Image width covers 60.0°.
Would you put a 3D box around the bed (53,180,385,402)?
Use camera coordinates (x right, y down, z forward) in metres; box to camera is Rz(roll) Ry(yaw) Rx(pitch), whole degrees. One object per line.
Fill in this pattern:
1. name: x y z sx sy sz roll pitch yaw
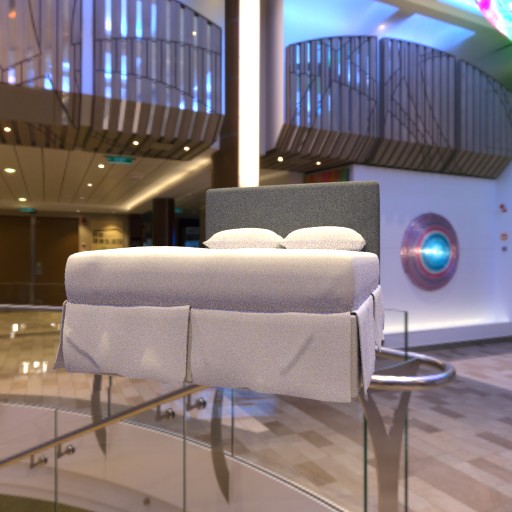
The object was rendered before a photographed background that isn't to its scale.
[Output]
1. bed: 0.000 0.000 3.171 1.723 1.330 2.142 0 0 19
